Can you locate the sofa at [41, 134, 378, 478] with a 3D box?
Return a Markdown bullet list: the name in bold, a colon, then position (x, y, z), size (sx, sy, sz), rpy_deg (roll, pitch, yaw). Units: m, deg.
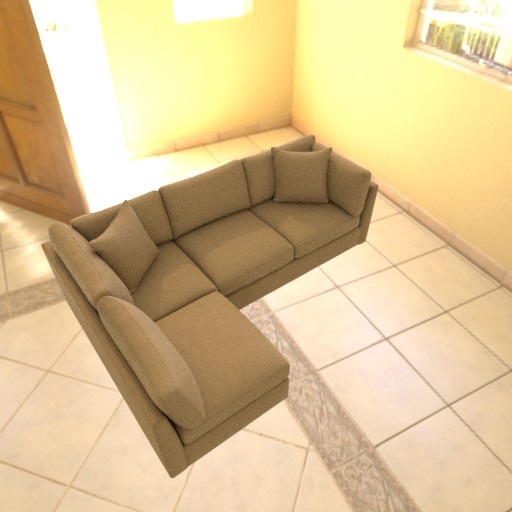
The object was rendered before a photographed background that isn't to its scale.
- **sofa**: position (0.000, 0.000, 3.780), size (2.896, 0.978, 1.994), rpy_deg (-26, 47, -27)
